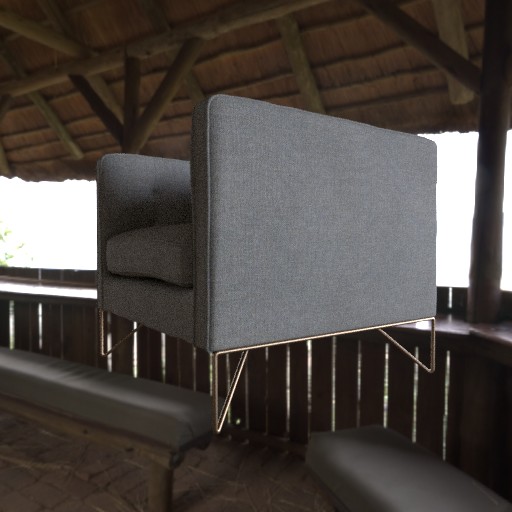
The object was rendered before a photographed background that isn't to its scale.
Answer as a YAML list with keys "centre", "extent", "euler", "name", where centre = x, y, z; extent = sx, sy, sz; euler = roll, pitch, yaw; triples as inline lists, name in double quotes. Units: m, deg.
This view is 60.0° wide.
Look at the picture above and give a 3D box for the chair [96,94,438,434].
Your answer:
- centre: [0.000, 0.000, 1.618]
  extent: [0.912, 0.799, 0.920]
  euler: [-1, 2, -35]
  name: "chair"
